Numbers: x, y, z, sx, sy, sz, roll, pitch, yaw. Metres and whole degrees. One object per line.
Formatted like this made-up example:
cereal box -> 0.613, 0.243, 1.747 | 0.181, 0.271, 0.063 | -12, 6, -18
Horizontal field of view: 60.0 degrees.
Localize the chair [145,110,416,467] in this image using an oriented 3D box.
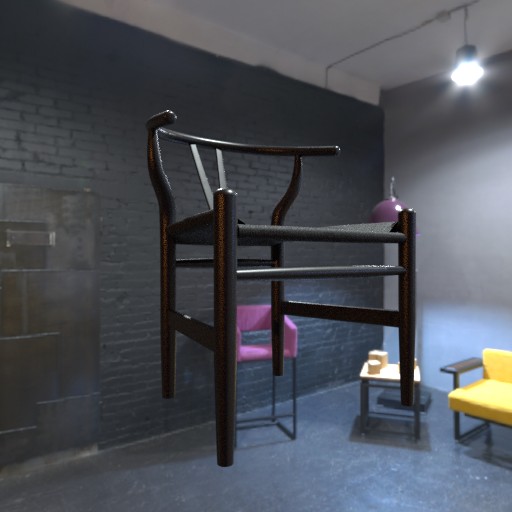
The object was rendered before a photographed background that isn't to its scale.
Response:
chair -> 0.000, 0.000, 1.150 | 0.569, 0.730, 0.579 | 0, 0, -36
